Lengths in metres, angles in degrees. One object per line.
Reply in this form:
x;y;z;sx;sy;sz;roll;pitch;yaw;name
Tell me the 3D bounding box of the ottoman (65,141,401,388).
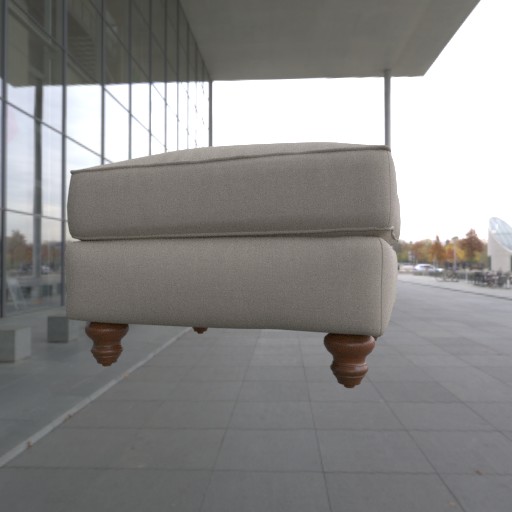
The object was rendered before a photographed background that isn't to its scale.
0.000;0.000;1.157;0.716;0.505;0.662;0;-1;19;ottoman
